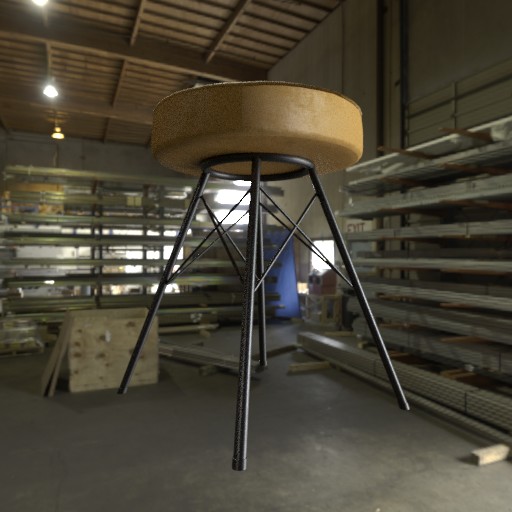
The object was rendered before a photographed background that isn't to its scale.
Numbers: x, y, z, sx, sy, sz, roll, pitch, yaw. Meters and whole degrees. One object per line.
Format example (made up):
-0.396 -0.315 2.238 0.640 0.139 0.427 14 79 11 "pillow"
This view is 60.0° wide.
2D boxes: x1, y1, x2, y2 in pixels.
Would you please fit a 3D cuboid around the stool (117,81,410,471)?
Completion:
0.000 0.000 0.917 0.438 0.595 0.472 0 0 -36 "stool"
